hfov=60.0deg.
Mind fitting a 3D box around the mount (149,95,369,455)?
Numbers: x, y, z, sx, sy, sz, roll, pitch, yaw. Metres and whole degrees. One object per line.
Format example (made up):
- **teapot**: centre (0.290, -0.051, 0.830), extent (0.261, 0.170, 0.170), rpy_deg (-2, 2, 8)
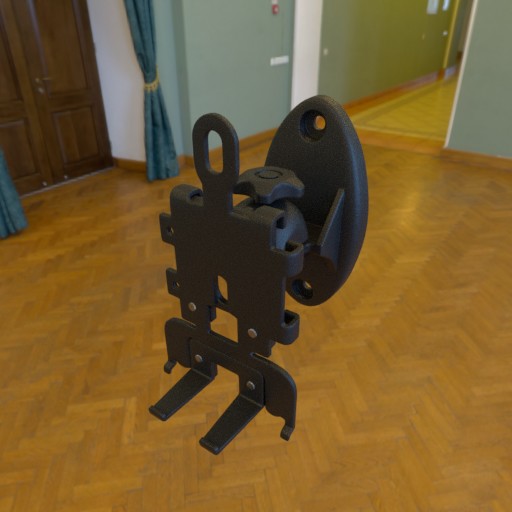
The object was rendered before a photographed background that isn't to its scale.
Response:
- **mount**: centre (0.000, 0.000, 0.176), extent (0.066, 0.118, 0.100), rpy_deg (19, 35, 29)
